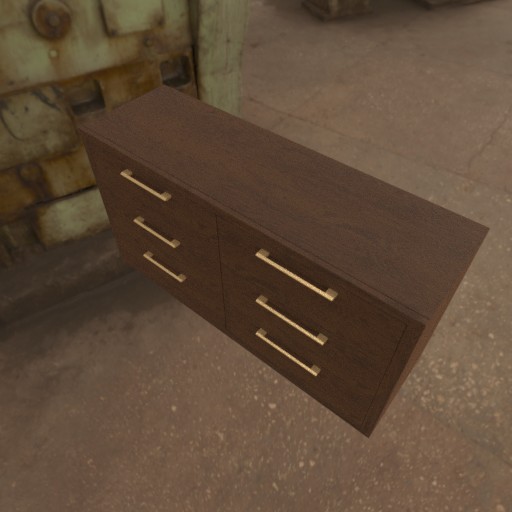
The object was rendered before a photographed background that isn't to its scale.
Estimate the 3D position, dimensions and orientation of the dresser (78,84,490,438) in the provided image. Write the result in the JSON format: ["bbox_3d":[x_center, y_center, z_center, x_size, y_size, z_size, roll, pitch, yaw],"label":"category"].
[{"bbox_3d":[0.000,0.000,1.941,1.523,0.889,0.512,31,55,25],"label":"dresser"}]
